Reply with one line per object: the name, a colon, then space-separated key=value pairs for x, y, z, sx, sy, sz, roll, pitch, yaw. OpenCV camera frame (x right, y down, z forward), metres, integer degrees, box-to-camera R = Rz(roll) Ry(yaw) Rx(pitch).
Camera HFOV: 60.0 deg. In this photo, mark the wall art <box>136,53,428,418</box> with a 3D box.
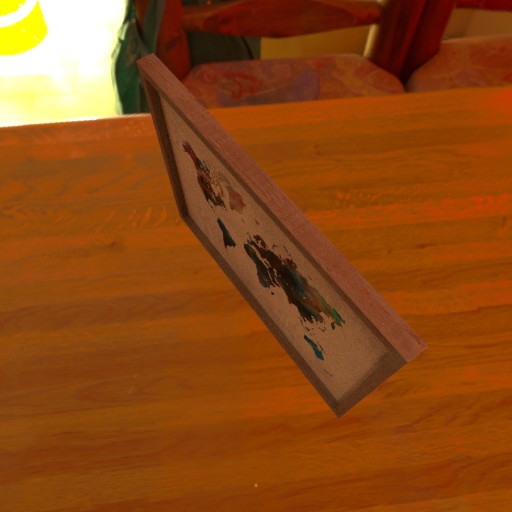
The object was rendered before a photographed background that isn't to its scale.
wall art: x=0.000 y=0.000 z=1.769 sx=0.070 sy=1.009 sz=1.320 roll=-33 pitch=67 yaw=-16
